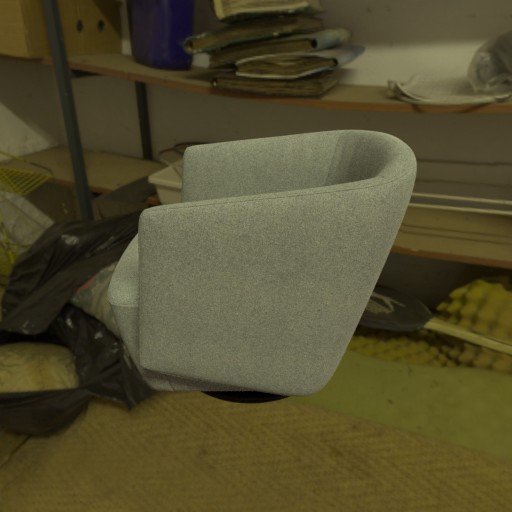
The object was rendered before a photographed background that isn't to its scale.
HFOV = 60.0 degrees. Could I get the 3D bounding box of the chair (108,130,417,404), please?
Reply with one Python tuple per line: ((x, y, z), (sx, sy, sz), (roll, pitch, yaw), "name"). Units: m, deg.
((0.000, 0.000, 1.655), (0.986, 0.861, 0.822), (0, 26, 1), "chair")
